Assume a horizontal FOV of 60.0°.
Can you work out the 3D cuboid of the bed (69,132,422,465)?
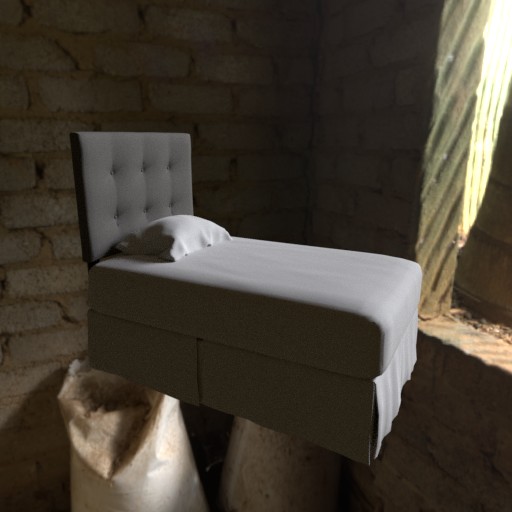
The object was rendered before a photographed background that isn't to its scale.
[{"bbox_3d":[0.000,0.000,2.904,1.997,1.571,1.261,8,17,27],"label":"bed"}]
